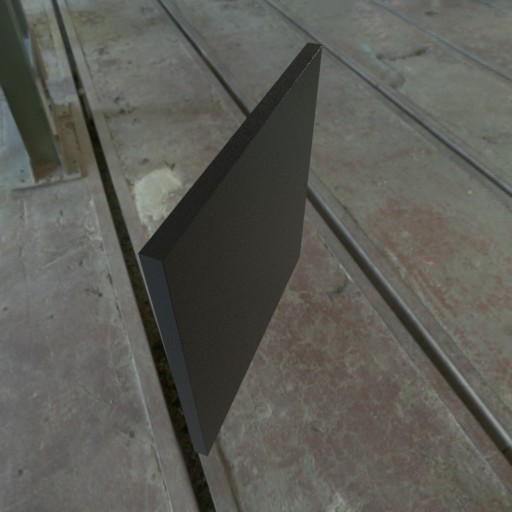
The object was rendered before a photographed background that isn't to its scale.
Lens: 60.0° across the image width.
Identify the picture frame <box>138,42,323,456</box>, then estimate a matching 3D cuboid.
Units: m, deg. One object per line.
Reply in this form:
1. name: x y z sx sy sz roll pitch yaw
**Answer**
1. picture frame: 0.000 0.000 0.820 0.029 0.557 0.559 17 49 15
